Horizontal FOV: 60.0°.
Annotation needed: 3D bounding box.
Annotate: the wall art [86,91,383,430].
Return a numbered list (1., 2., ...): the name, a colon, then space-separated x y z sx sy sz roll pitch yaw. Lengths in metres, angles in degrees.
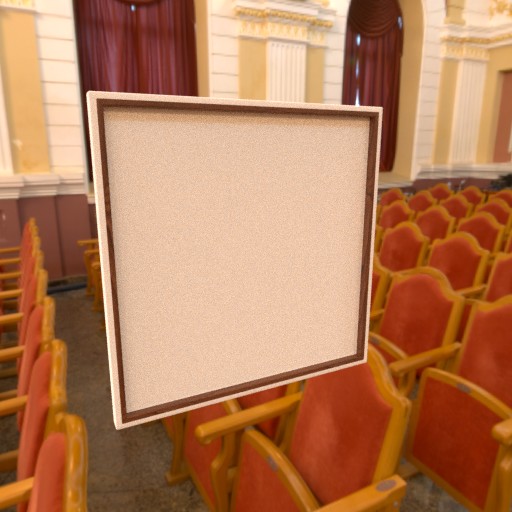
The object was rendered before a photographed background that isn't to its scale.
1. wall art: 0.000 0.000 1.141 0.757 0.757 0.037 -7 15 -26
